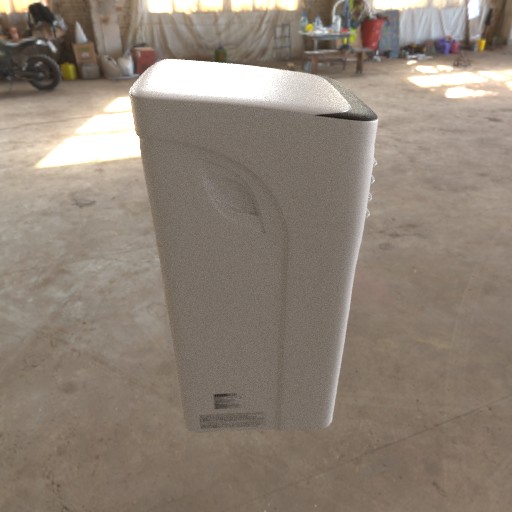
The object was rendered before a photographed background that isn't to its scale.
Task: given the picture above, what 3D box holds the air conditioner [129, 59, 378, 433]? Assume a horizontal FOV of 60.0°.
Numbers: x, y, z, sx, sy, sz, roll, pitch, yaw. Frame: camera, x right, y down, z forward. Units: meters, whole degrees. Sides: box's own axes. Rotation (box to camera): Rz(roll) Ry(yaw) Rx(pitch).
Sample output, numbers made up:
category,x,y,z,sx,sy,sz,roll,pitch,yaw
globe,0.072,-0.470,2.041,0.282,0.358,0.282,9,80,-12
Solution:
category,x,y,z,sx,sy,sz,roll,pitch,yaw
air conditioner,0.000,0.000,0.903,0.369,0.716,0.352,-1,31,-2
